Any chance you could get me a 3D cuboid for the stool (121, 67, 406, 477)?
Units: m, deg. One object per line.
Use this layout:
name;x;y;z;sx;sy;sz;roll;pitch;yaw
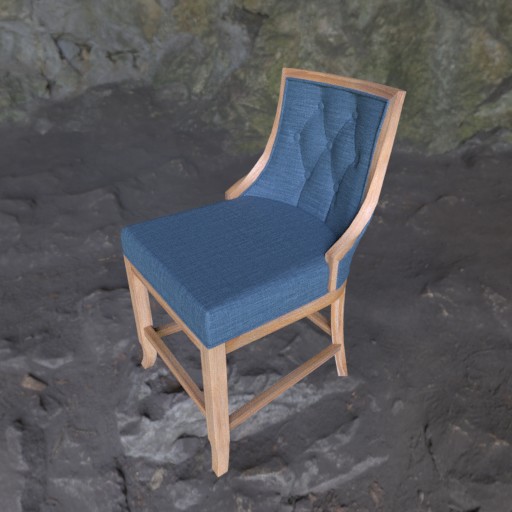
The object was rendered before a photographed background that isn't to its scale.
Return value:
stool;0.000;0.000;1.303;0.626;0.938;0.524;-20;37;-30
